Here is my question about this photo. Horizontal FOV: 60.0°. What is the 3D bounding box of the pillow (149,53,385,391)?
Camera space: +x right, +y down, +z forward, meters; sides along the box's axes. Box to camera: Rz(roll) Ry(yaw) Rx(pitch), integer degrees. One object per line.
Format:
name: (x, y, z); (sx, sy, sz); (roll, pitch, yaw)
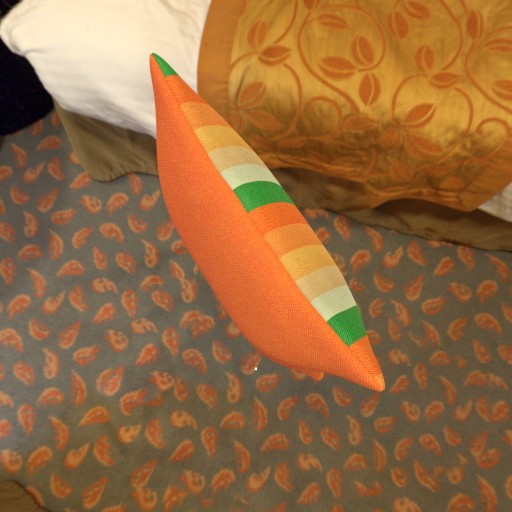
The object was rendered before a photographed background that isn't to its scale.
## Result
pillow: (0.000, 0.000, 0.687); (0.169, 0.444, 0.453); (-32, 78, -8)
